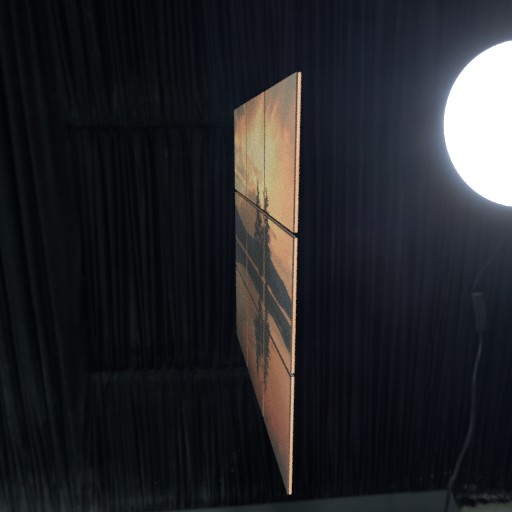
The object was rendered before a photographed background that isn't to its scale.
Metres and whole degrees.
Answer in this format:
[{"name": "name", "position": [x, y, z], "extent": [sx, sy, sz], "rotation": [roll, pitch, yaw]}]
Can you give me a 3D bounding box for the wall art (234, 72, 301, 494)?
[{"name": "wall art", "position": [0.000, 0.000, 1.802], "extent": [0.013, 1.218, 1.216], "rotation": [-2, 14, -10]}]
